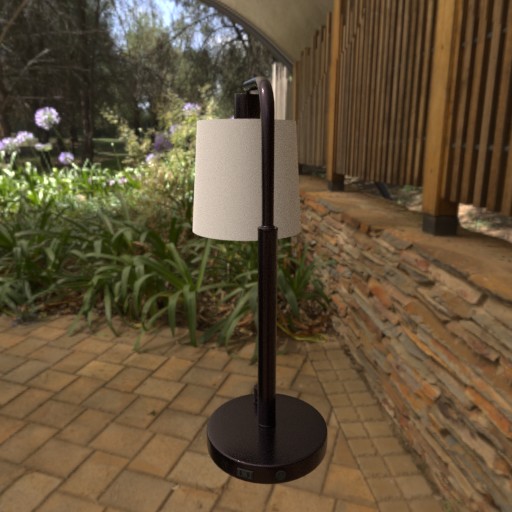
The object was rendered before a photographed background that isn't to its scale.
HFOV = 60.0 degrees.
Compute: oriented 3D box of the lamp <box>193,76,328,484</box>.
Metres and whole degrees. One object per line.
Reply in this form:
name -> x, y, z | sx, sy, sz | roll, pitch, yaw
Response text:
lamp -> 0.000, 0.000, 0.635 | 0.171, 0.489, 0.333 | -2, 14, -10
